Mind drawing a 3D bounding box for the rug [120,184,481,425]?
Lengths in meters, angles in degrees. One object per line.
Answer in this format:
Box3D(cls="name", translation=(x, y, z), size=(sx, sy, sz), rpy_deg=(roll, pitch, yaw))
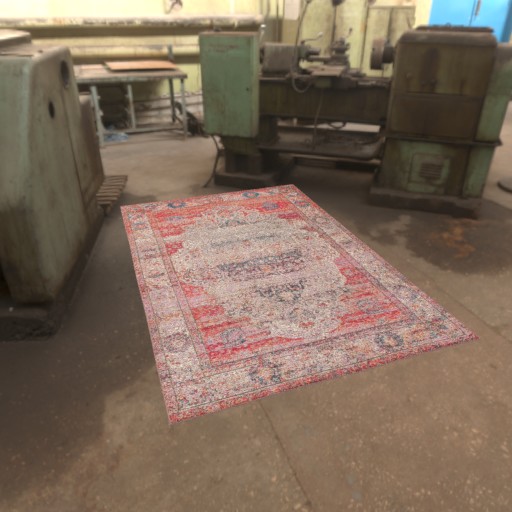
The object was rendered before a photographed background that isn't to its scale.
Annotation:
Box3D(cls="rug", translation=(0.000, 0.000, 2.304), size=(1.219, 0.006, 1.829), rpy_deg=(-10, 31, -17))
